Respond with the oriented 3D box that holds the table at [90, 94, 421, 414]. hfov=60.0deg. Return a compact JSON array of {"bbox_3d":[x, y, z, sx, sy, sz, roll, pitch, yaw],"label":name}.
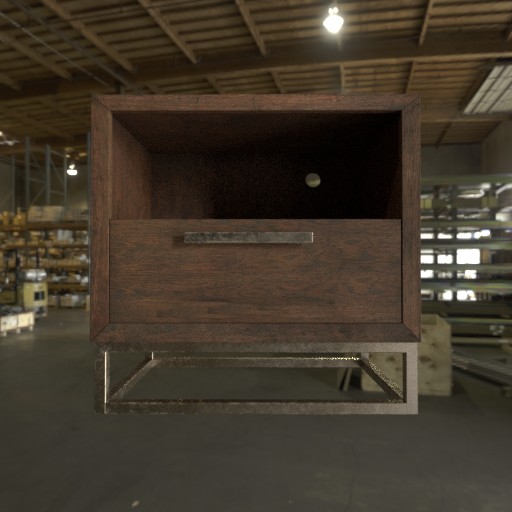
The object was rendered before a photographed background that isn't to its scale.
[{"bbox_3d":[0.000,0.000,1.267,0.767,0.746,0.542,0,-1,0],"label":"table"}]
